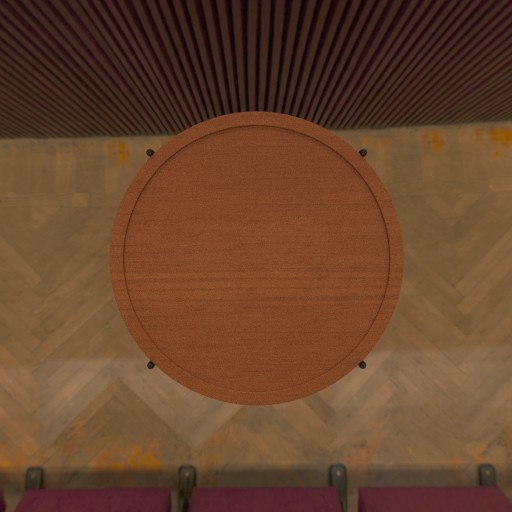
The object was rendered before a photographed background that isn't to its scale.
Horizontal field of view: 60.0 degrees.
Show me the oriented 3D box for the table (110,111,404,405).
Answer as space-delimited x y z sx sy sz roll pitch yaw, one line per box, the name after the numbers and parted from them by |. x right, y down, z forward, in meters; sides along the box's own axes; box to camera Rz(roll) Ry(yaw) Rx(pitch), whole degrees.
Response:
0.000 0.000 0.889 0.400 0.623 0.400 0 91 0 | table
